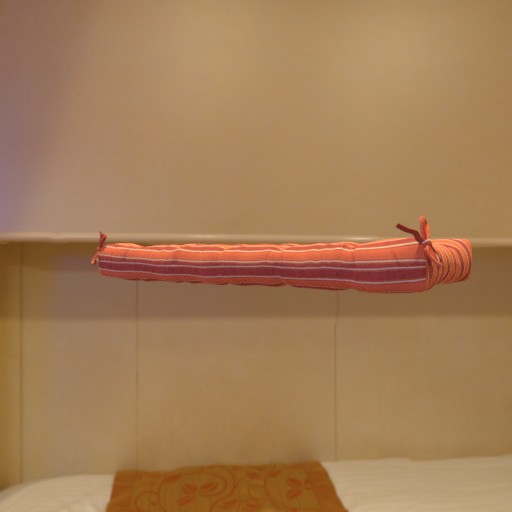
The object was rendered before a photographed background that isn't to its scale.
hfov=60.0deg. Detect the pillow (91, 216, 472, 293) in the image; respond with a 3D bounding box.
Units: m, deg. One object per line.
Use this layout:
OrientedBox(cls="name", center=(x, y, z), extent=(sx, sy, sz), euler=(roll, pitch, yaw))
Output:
OrientedBox(cls="pillow", center=(0.000, 0.000, 1.368), extent=(1.194, 0.174, 0.511), euler=(0, 0, 37))
